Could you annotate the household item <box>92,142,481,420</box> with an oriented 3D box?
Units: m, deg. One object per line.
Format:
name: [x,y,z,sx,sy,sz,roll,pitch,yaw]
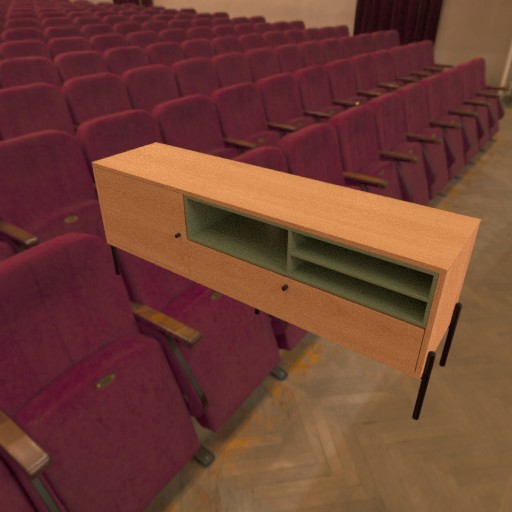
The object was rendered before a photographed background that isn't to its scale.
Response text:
household item: [0.000,0.000,1.825,1.550,0.600,0.400,20,36,30]
